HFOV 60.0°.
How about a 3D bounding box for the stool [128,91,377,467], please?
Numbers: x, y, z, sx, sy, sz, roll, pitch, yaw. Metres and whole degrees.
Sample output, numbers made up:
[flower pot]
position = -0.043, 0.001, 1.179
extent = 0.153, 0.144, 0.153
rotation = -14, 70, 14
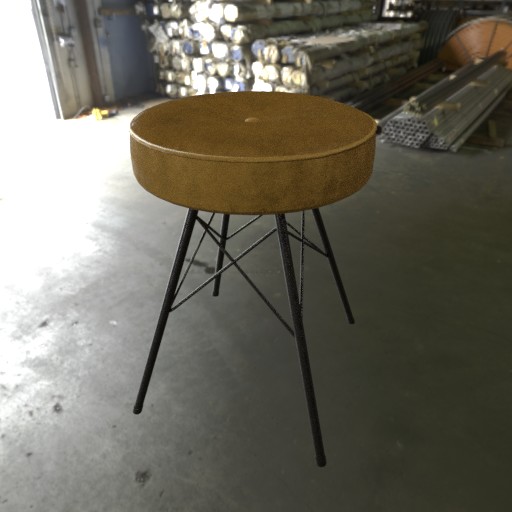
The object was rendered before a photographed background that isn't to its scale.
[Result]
[stool]
position = 0.000, 0.000, 0.921
extent = 0.438, 0.595, 0.472
rotation = 11, 33, 17
